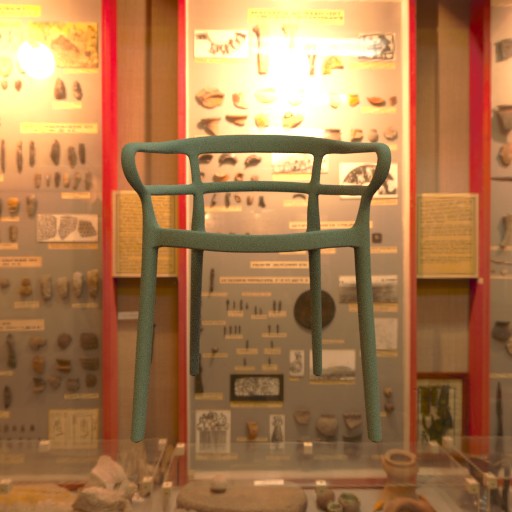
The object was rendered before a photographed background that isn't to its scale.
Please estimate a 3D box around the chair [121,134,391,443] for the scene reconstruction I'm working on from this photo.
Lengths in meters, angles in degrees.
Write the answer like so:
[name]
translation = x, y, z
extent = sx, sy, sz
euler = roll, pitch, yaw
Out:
[chair]
translation = 0.000, 0.000, 1.150
extent = 0.559, 0.761, 0.527
euler = 0, 1, 0
